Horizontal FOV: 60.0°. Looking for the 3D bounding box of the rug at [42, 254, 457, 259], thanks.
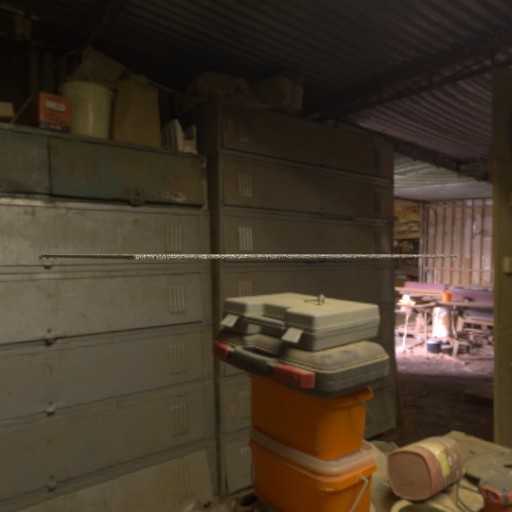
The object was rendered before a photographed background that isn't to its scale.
[{"bbox_3d":[0.000,0.000,2.929,2.297,0.018,1.532,0,0,-37],"label":"rug"}]
